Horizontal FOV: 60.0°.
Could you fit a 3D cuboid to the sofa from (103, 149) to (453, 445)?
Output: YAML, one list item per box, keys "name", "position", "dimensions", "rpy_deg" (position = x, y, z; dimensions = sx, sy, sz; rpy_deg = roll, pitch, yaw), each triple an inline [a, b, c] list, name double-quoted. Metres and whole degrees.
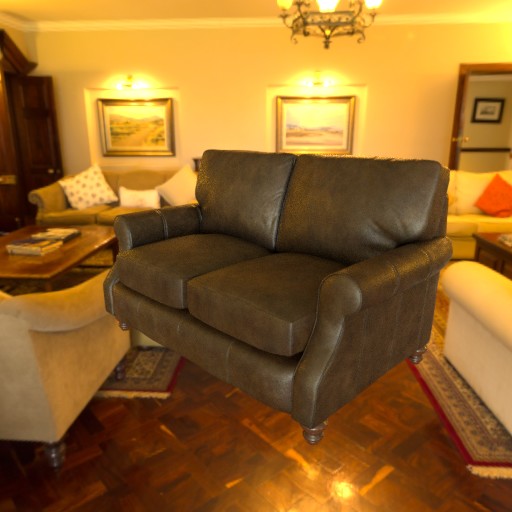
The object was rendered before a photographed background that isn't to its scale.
- name: "sofa"
  position: [0.000, 0.000, 2.190]
  dimensions: [1.616, 0.976, 0.990]
  rpy_deg: [15, 22, 43]
